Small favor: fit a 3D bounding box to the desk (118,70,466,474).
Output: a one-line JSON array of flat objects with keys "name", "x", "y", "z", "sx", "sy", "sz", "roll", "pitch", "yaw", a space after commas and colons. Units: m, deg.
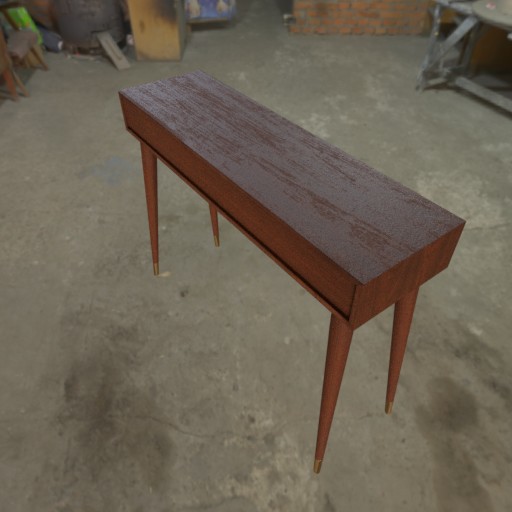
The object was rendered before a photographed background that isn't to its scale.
[{"name": "desk", "x": 0.000, "y": 0.000, "z": 1.628, "sx": 0.384, "sy": 0.917, "sz": 1.204, "roll": -27, "pitch": 49, "yaw": -26}]
